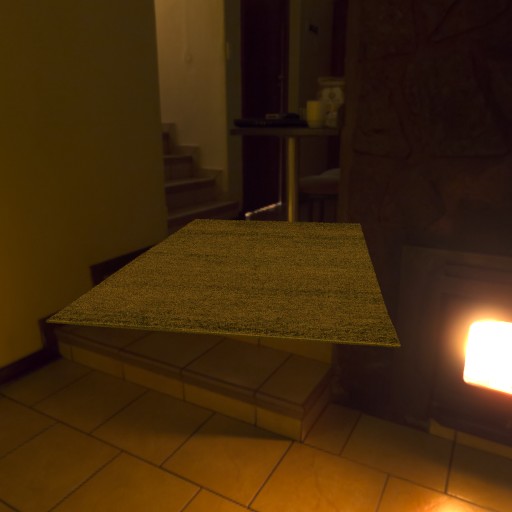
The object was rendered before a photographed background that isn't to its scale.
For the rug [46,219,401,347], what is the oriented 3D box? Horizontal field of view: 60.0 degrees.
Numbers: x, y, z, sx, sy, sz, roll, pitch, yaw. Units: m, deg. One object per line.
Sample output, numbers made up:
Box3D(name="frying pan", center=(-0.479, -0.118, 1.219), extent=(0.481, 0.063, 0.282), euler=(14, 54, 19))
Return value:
Box3D(name="rug", center=(0.000, 0.000, 2.228), extent=(1.145, 0.021, 1.777), euler=(3, 16, 9))
